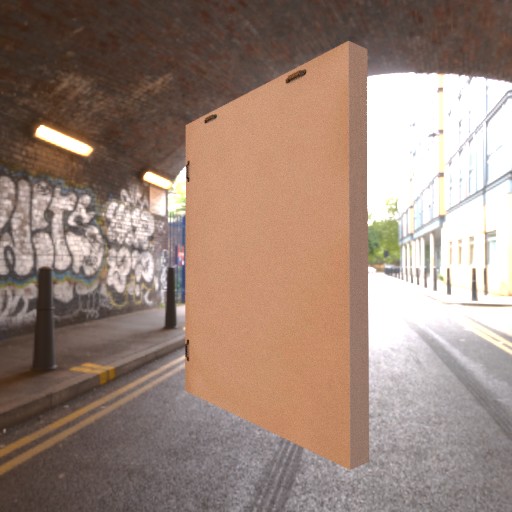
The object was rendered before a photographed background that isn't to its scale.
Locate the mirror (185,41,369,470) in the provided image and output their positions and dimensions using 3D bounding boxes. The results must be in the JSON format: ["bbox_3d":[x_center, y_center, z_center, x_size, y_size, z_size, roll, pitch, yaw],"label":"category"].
[{"bbox_3d":[0.000,0.000,0.694,0.041,0.508,0.405,1,-1,-37],"label":"mirror"}]
